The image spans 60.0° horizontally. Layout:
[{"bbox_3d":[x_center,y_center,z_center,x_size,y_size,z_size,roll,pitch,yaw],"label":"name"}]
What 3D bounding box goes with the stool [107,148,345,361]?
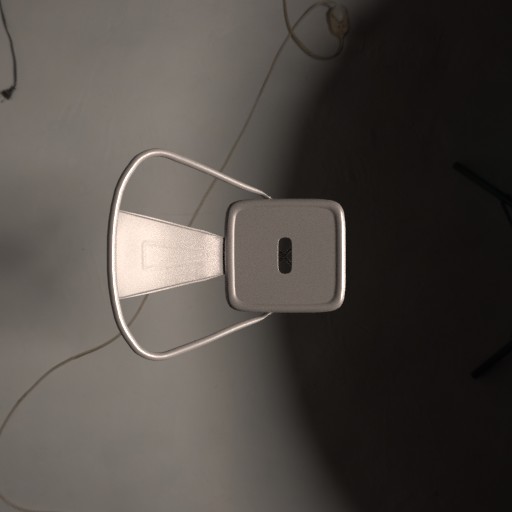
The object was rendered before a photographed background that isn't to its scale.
[{"bbox_3d":[0.000,0.000,1.307,0.513,1.096,0.399,0,90,0],"label":"stool"}]
